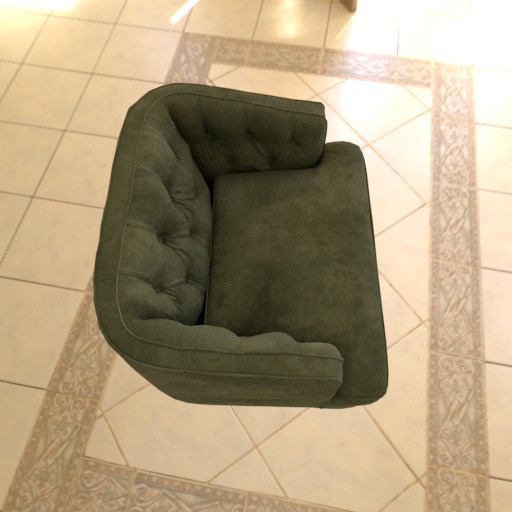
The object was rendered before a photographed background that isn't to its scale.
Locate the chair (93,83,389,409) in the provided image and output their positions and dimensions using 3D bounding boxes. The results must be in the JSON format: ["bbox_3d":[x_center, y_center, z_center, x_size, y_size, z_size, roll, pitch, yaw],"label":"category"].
[{"bbox_3d":[0.000,0.000,1.744,0.941,0.852,1.104,1,64,0],"label":"chair"}]
